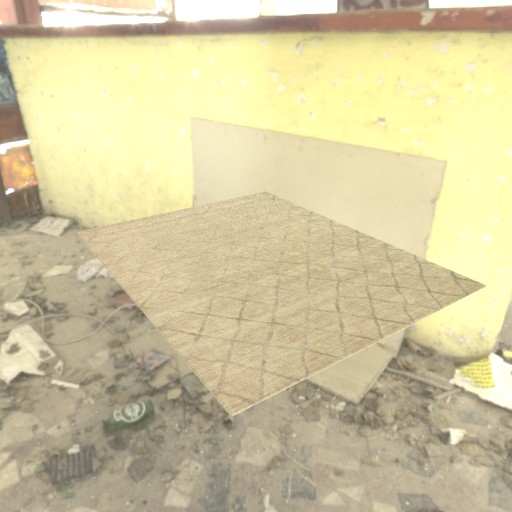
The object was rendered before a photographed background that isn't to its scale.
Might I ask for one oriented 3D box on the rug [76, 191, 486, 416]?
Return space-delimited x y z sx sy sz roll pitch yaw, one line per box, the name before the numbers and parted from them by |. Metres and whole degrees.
rug | 0.000 0.000 4.078 2.420 0.019 3.038 -17 30 -31
